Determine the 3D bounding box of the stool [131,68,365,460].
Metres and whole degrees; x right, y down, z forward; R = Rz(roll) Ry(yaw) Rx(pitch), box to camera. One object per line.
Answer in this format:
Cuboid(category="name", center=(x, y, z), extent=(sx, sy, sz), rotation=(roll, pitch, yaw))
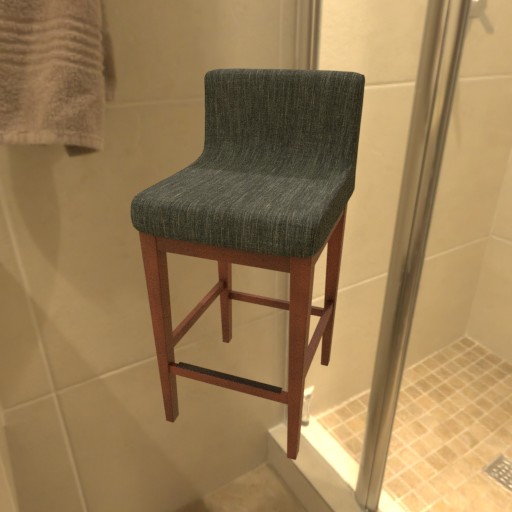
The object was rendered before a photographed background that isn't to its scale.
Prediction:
Cuboid(category="stool", center=(0.000, 0.000, 1.097), extent=(0.395, 0.835, 0.459), rotation=(9, 27, 18))
